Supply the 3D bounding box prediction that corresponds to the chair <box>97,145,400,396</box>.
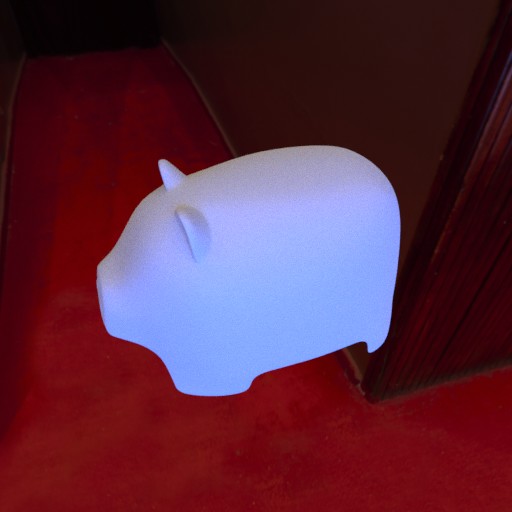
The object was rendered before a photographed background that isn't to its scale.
[{"bbox_3d":[0.000,0.000,0.883,0.619,0.423,0.364,-15,48,-14],"label":"chair"}]
